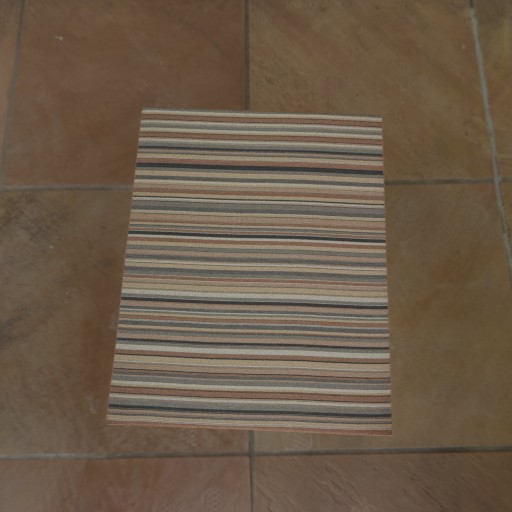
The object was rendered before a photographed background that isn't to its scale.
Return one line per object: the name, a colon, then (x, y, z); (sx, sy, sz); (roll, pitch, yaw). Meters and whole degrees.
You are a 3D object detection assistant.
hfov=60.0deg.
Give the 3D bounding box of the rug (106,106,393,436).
rug: (0.000, 0.000, 4.124); (2.436, 0.011, 3.045); (2, 76, 1)
